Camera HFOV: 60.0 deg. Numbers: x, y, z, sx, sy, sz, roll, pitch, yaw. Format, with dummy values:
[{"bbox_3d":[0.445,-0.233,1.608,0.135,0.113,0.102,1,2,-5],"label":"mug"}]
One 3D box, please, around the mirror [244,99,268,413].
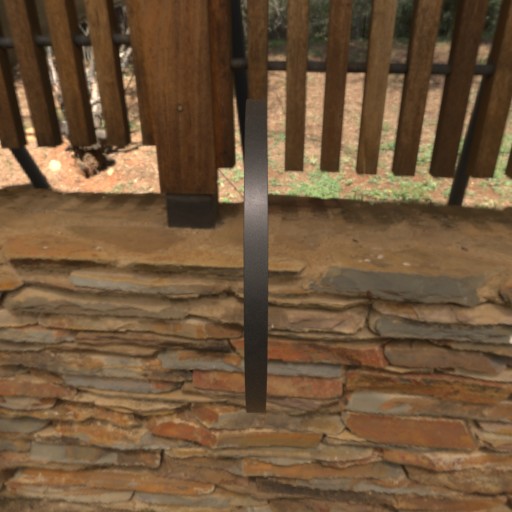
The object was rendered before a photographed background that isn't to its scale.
[{"bbox_3d":[0.000,0.000,0.847,0.032,0.565,0.565,0,26,0],"label":"mirror"}]
